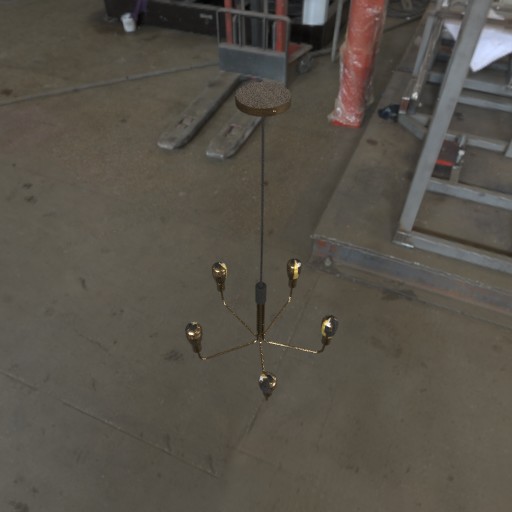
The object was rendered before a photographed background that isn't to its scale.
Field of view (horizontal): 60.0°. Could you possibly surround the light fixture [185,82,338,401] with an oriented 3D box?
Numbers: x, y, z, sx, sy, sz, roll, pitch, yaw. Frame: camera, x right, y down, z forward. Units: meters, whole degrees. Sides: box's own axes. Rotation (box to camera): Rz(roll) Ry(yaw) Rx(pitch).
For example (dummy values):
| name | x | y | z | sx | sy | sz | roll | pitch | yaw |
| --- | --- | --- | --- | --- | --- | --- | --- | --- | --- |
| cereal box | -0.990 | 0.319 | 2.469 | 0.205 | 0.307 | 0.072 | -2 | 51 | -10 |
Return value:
| name | x | y | z | sx | sy | sz | roll | pitch | yaw |
| --- | --- | --- | --- | --- | --- | --- | --- | --- | --- |
| light fixture | 0.000 | 0.000 | 1.418 | 0.532 | 1.059 | 0.588 | -16 | 48 | -15 |
